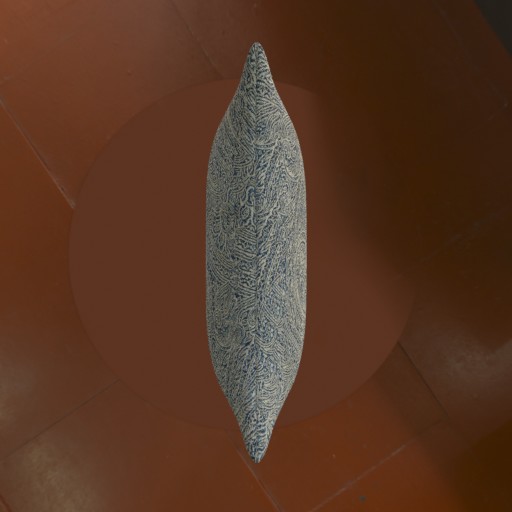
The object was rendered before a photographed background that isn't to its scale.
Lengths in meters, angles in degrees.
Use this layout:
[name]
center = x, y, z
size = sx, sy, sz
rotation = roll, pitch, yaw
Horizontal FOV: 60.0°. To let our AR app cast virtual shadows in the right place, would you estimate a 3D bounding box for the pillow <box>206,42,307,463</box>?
[pillow]
center = 0.000, 0.000, 0.793
size = 0.166, 0.510, 0.523
rotation = 0, 90, -1
